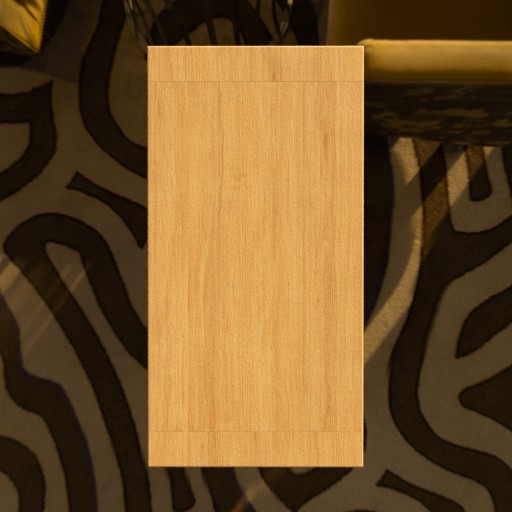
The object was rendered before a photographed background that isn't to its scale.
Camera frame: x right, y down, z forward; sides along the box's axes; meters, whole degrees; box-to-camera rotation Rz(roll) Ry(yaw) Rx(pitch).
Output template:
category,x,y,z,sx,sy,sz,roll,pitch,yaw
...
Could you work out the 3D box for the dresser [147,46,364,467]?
category,x,y,z,sx,sy,sz,roll,pitch,yaw
dresser,0.000,0.000,1.206,0.410,0.730,0.800,0,90,0
